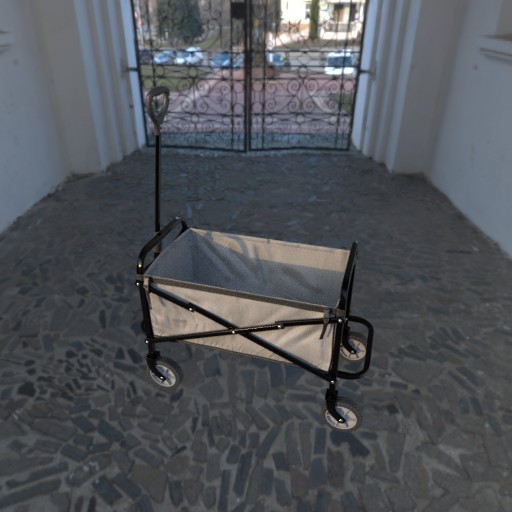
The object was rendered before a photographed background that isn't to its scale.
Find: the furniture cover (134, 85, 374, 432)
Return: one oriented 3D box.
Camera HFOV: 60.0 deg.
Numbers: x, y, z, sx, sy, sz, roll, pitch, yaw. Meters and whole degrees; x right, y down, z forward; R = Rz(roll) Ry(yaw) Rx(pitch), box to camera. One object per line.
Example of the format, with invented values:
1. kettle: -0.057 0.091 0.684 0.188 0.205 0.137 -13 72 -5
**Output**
1. furniture cover: 0.000 0.000 1.836 1.038 1.295 0.532 9 31 15
